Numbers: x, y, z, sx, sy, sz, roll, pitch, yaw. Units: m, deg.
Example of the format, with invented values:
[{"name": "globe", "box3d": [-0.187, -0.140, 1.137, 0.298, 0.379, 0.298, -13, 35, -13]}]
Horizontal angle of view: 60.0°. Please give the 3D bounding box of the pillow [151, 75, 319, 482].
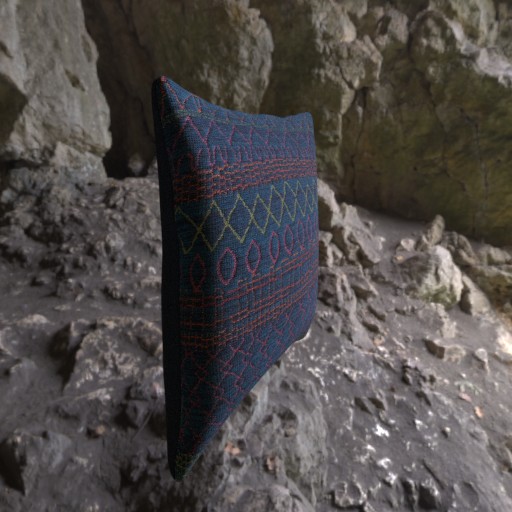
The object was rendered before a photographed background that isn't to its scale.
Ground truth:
[{"name": "pillow", "box3d": [0.000, 0.000, 0.636, 0.141, 0.431, 0.431, 7, 15, 24]}]
